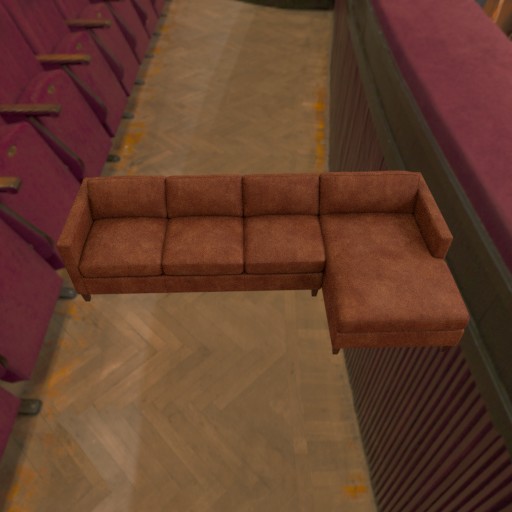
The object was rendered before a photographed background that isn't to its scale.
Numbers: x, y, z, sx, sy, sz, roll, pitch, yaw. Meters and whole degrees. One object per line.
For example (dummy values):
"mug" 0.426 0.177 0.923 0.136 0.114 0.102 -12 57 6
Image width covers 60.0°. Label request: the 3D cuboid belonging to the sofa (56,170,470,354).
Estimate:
"sofa" 0.000 0.000 3.859 3.203 0.883 1.581 -1 45 -1
